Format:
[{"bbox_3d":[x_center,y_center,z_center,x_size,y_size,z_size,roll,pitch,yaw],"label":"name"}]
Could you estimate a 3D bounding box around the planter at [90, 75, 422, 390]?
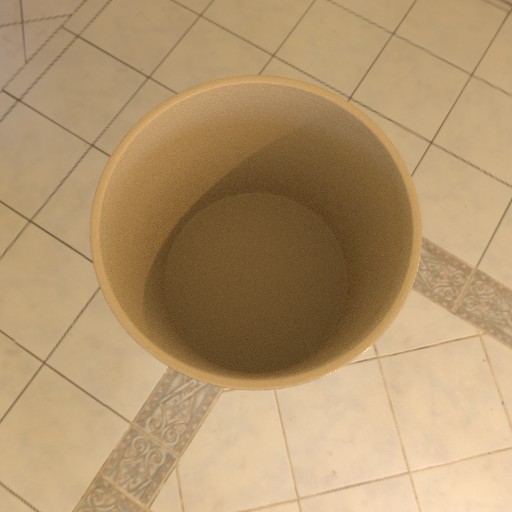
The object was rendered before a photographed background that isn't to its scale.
[{"bbox_3d":[0.000,0.000,0.393,0.221,0.201,0.221,0,75,0],"label":"planter"}]
